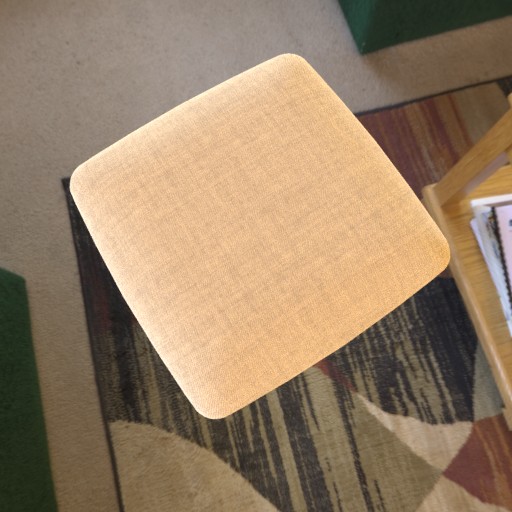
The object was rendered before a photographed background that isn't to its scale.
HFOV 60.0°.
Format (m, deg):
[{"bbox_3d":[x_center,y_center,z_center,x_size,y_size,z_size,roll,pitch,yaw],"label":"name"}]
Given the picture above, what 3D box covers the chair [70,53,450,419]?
[{"bbox_3d":[0.000,0.000,0.688,0.350,0.440,0.350,-32,77,-8],"label":"chair"}]
